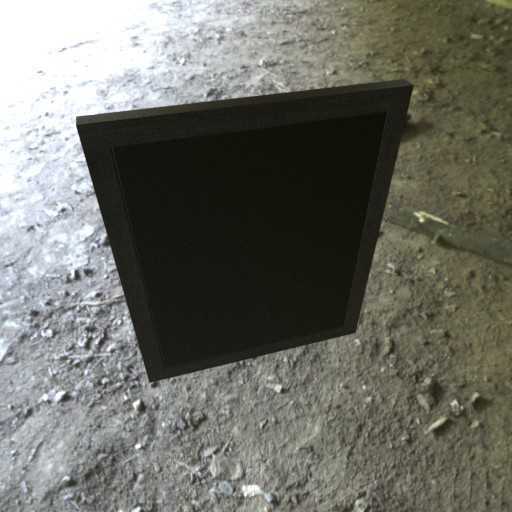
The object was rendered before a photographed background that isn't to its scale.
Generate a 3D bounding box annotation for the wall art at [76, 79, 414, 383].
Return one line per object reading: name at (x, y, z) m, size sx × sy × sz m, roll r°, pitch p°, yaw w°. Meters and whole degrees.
wall art at (0.000, 0.000, 0.808) m, size 0.479 × 0.580 × 0.027 m, roll -11°, pitch 43°, yaw -12°
